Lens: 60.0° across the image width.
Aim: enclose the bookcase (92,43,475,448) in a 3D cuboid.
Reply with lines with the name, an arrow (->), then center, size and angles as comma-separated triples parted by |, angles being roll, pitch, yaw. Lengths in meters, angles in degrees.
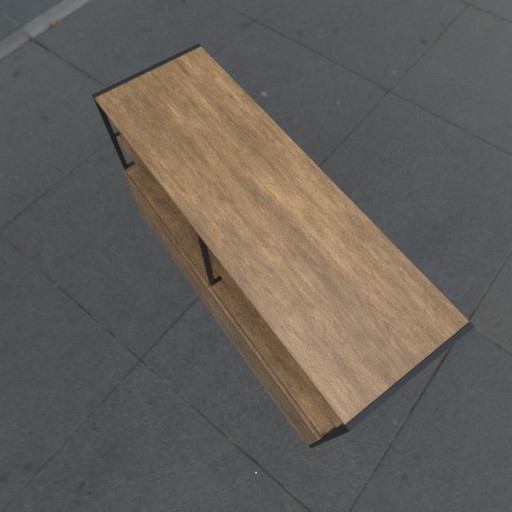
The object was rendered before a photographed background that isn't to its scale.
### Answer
bookcase -> 0.000, 0.000, 1.473 | 0.391, 0.712, 1.149 | -33, 68, -15
